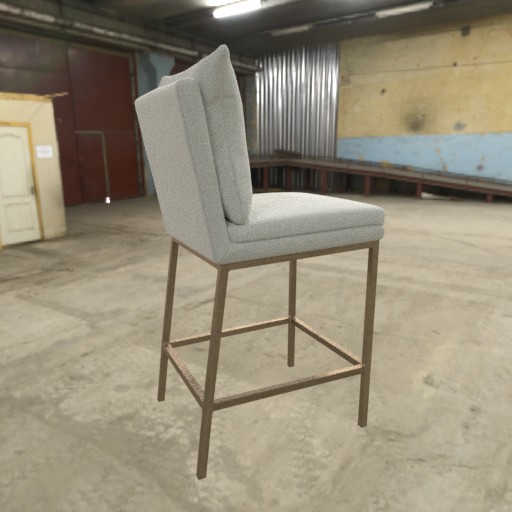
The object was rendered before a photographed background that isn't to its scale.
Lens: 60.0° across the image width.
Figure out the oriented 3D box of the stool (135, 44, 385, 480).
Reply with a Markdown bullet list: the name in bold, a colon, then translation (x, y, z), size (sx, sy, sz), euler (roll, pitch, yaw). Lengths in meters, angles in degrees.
- **stool**: translation (0.000, 0.000, 1.304), size (0.572, 1.032, 0.463), euler (-7, 15, -26)
